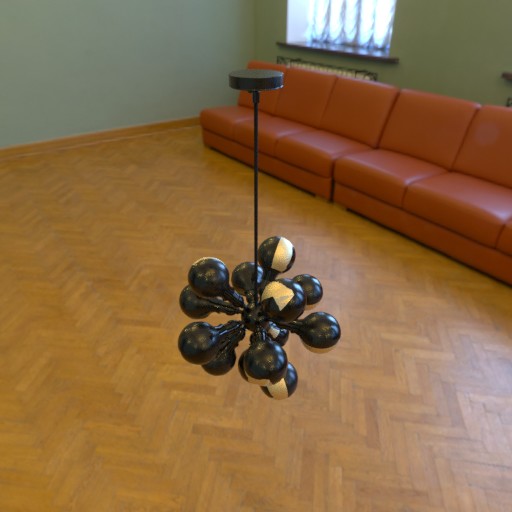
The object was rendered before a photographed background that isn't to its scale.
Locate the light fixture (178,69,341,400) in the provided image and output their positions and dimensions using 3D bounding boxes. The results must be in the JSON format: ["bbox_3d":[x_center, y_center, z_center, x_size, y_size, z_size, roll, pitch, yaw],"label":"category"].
[{"bbox_3d":[0.000,0.000,1.115,0.468,0.859,0.420,-21,37,-31],"label":"light fixture"}]
